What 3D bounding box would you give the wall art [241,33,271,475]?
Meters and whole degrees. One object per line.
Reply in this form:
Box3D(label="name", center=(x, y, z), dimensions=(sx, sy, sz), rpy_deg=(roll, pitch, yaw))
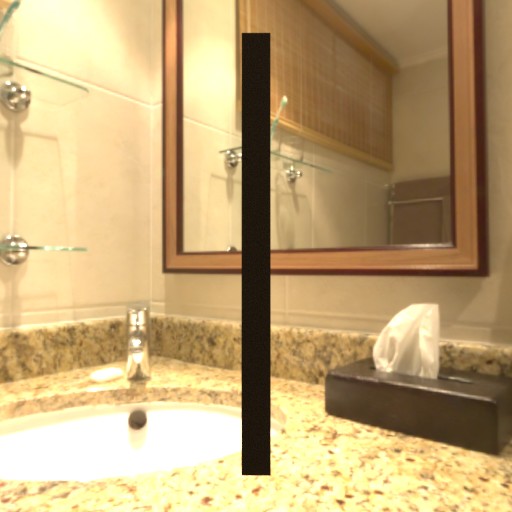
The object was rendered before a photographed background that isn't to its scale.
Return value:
Box3D(label="wall art", center=(0.000, 0.000, 0.761), dimensions=(0.033, 0.507, 0.508), rpy_deg=(0, -1, 0))
